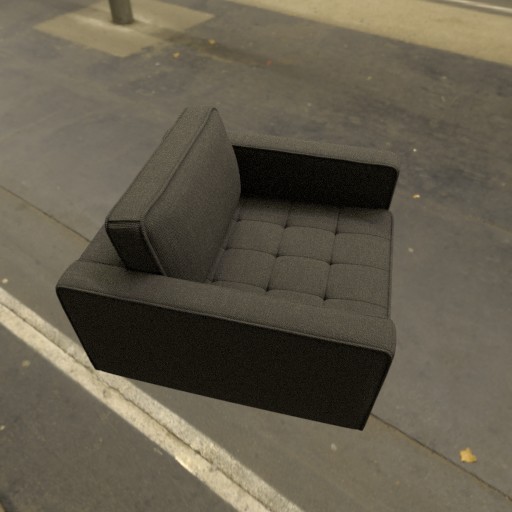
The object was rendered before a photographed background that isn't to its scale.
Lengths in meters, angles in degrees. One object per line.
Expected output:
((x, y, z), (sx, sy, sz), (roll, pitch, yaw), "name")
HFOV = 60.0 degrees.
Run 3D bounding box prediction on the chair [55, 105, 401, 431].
((0.000, 0.000, 1.546), (0.919, 0.770, 0.899), (10, 47, 9), "chair")
